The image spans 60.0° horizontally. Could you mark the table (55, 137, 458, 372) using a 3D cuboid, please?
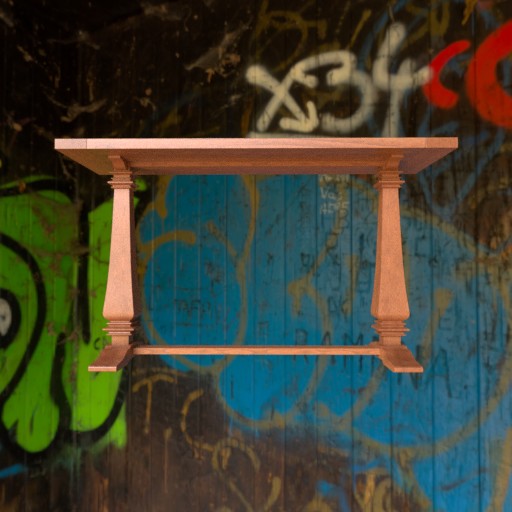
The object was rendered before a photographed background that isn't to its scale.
[{"bbox_3d":[0.000,0.000,1.833,1.478,0.852,0.461,0,-2,1],"label":"table"}]
